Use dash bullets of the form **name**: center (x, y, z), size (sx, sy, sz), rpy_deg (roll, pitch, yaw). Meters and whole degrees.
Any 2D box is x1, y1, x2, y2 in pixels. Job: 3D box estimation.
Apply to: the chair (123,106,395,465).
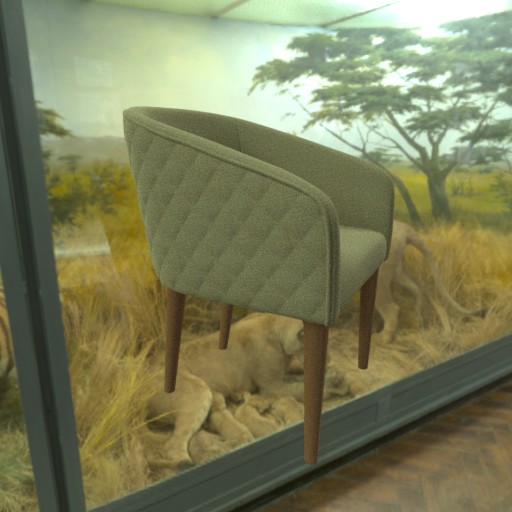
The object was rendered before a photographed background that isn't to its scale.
- **chair**: center (0.000, 0.000, 1.198), size (0.616, 0.775, 0.584), rpy_deg (8, 17, 26)
